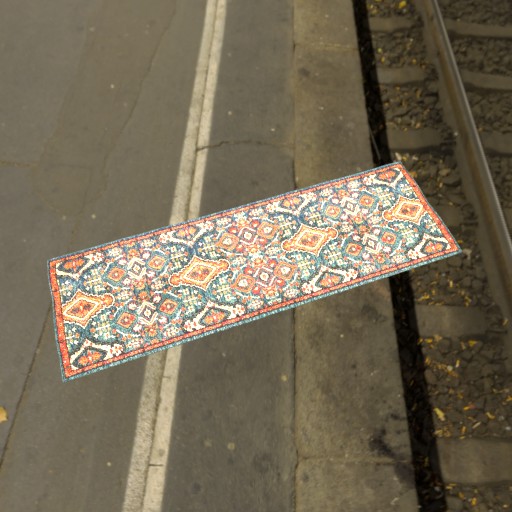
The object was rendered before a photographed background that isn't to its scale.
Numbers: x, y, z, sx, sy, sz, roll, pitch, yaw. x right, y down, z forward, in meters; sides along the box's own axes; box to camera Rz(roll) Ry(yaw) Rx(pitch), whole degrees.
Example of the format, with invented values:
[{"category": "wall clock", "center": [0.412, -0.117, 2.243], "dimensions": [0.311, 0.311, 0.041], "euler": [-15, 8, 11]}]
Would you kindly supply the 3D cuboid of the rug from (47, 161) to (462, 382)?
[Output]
[{"category": "rug", "center": [0.000, 0.000, 2.742], "dimensions": [2.459, 0.010, 0.801], "euler": [-17, 61, -10]}]
